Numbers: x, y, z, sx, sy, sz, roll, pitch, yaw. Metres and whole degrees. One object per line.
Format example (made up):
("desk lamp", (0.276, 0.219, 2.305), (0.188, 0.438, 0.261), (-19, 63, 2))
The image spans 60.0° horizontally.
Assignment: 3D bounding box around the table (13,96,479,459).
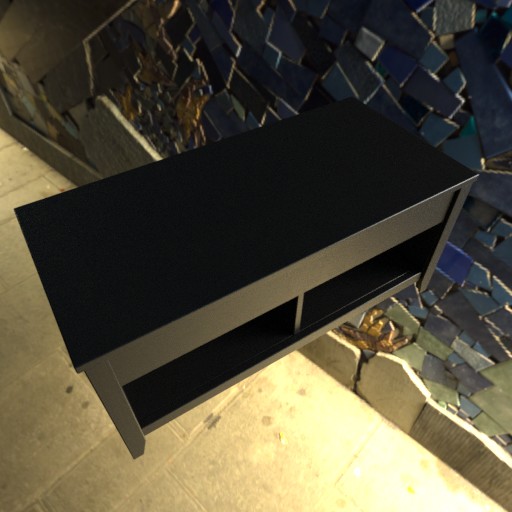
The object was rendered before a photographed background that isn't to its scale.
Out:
("table", (0.000, 0.000, 1.229), (1.016, 0.457, 0.483), (-24, 51, -21))
